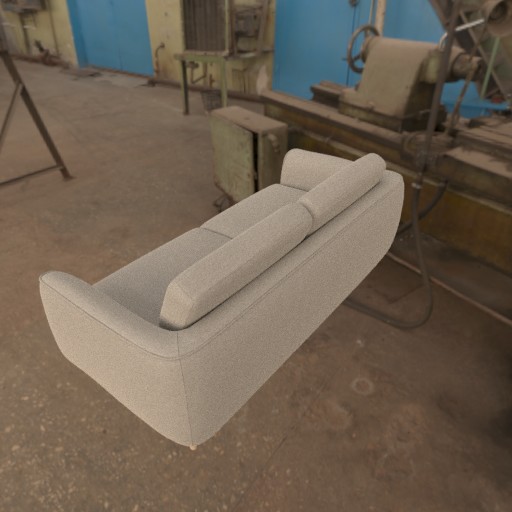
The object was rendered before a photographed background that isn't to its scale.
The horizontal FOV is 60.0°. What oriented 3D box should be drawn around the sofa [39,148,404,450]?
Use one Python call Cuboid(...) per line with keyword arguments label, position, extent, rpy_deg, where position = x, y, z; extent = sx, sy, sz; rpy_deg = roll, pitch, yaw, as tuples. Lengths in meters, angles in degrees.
Cuboid(label="sofa", position=(0.000, 0.000, 2.391), extent=(0.920, 0.850, 2.000), rpy_deg=(23, 40, 31))
